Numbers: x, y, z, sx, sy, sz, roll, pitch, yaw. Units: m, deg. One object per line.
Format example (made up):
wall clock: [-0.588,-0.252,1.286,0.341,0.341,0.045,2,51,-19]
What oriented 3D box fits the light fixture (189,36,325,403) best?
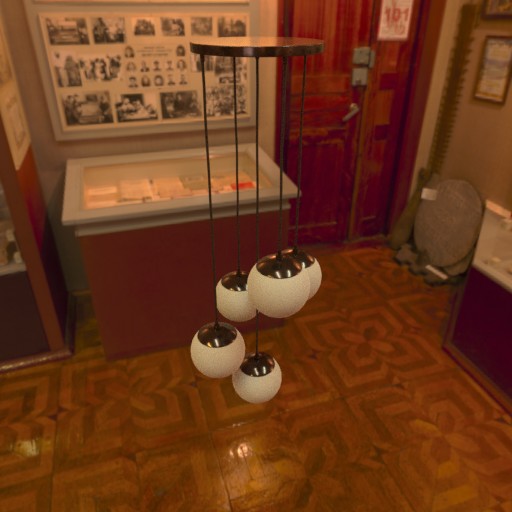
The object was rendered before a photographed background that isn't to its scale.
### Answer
light fixture: [0.000,0.000,1.451,0.484,1.271,0.489,-8,31,-14]
